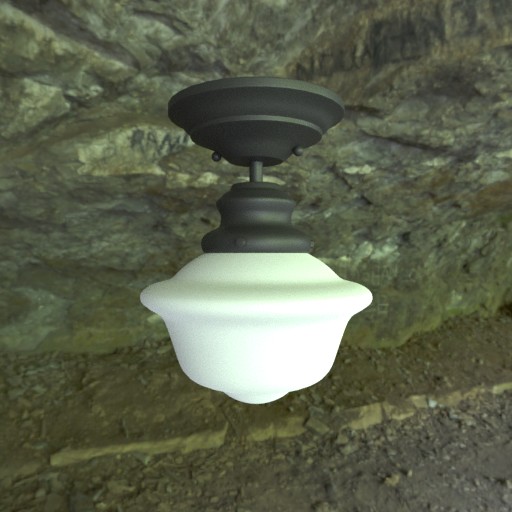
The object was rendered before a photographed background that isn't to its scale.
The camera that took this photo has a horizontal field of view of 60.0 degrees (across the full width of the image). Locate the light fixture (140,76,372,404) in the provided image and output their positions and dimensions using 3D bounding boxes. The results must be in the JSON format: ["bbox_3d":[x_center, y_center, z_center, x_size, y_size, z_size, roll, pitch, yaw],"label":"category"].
[{"bbox_3d":[0.000,0.000,0.388,0.197,0.254,0.197,0,0,0],"label":"light fixture"}]
